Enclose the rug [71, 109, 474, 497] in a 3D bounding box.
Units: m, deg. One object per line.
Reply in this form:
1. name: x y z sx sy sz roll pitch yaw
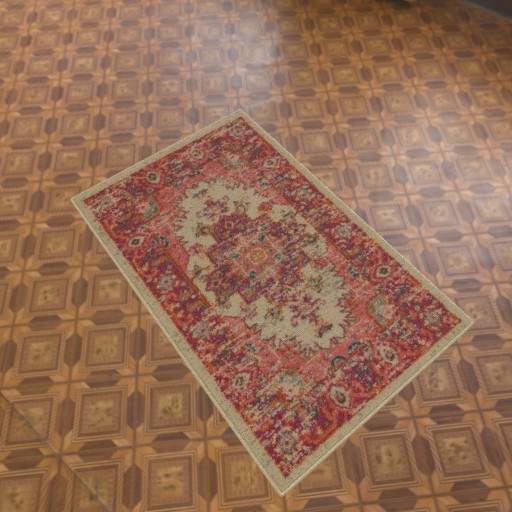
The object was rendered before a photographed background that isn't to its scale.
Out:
1. rug: 0.000 0.000 1.067 0.556 0.004 0.868 -34 65 -18
